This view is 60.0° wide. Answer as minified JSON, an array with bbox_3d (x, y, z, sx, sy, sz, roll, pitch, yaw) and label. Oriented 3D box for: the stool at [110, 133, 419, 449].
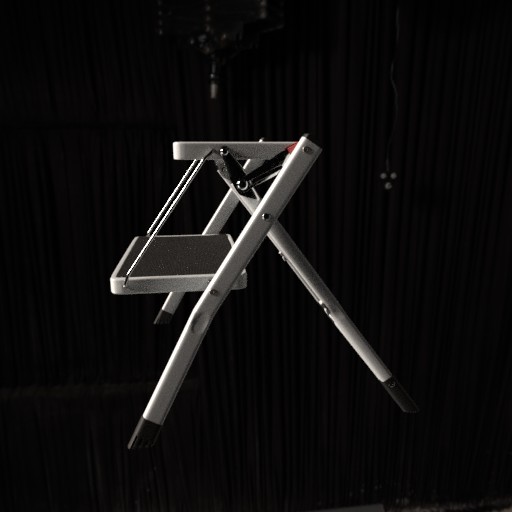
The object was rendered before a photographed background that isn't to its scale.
[{"bbox_3d":[0.000,0.000,0.851,0.490,0.445,0.485,-2,14,-8],"label":"stool"}]
